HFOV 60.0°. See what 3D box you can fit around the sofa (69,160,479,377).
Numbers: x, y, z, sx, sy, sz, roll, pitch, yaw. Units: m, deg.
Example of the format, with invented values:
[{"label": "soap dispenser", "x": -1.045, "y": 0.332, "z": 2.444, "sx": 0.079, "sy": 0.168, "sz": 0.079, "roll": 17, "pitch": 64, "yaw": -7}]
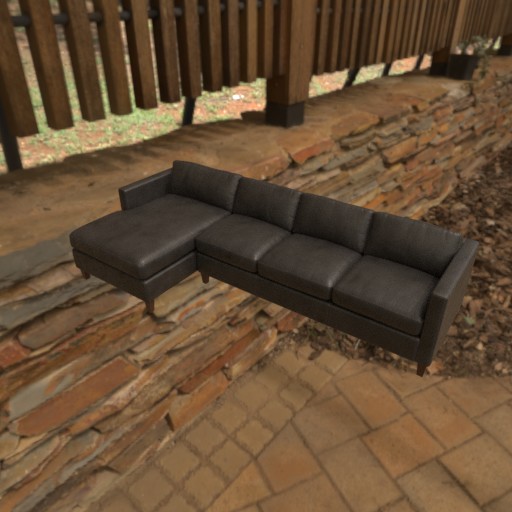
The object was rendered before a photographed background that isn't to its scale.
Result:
[{"label": "sofa", "x": 0.000, "y": 0.000, "z": 3.872, "sx": 3.203, "sy": 0.883, "sz": 1.581, "roll": 20, "pitch": 36, "yaw": 30}]
